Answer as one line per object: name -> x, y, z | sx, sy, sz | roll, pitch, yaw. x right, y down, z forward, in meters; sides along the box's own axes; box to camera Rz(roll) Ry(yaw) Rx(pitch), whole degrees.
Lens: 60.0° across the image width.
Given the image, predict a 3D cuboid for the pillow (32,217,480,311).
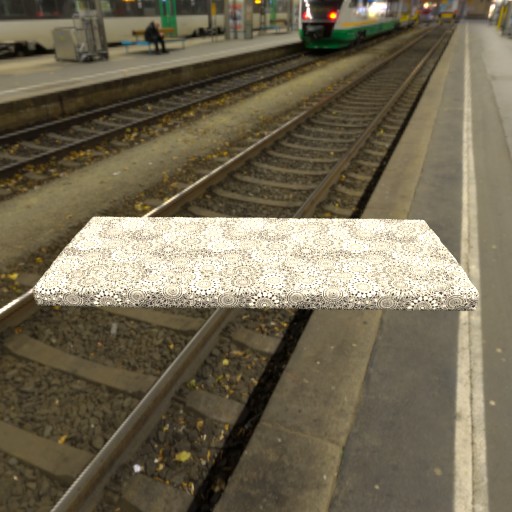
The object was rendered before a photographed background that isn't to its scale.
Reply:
pillow -> 0.000, 0.000, 1.344 | 1.187, 0.081, 0.492 | 1, 29, 1
